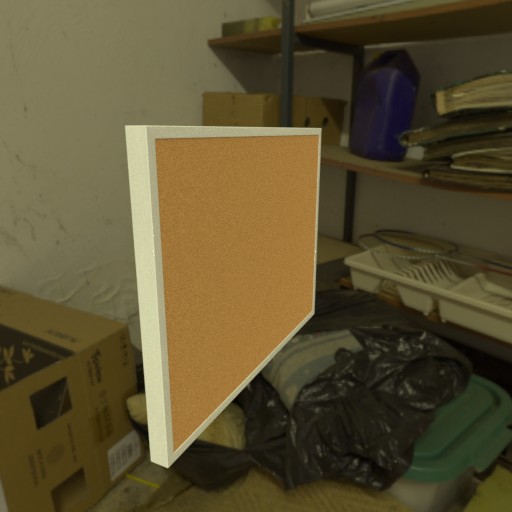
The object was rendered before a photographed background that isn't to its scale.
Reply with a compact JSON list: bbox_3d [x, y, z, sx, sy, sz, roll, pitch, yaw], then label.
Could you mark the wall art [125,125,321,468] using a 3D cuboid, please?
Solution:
[{"bbox_3d":[0.000,0.000,1.413,0.053,0.787,1.041,8,18,26],"label":"wall art"}]
